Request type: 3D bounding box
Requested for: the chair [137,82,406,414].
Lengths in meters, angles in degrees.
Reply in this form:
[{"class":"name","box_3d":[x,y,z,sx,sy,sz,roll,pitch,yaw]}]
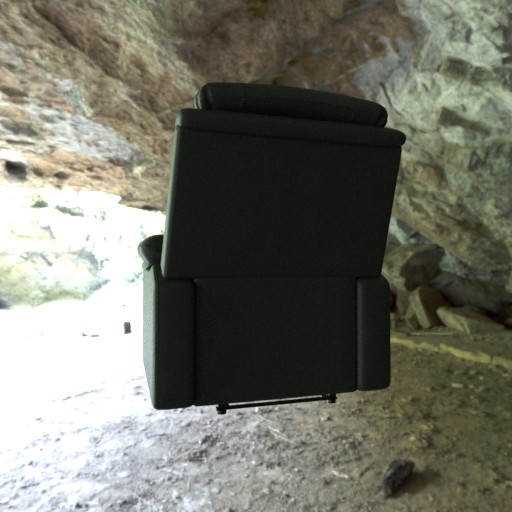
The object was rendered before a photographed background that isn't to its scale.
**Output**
[{"class":"chair","box_3d":[0.000,0.000,1.673,0.855,0.992,0.919,0,-1,-17]}]
